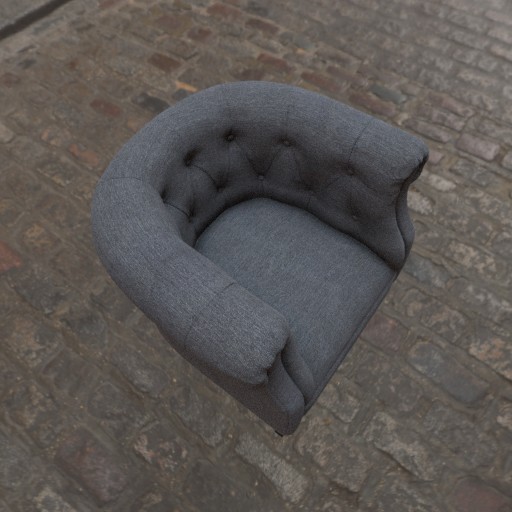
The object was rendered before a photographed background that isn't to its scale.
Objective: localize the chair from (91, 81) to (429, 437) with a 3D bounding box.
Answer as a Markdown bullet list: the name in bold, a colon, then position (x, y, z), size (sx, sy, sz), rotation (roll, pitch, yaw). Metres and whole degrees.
- **chair**: position (0.000, 0.000, 1.530), size (0.852, 0.827, 0.905), rotation (33, 64, 18)
